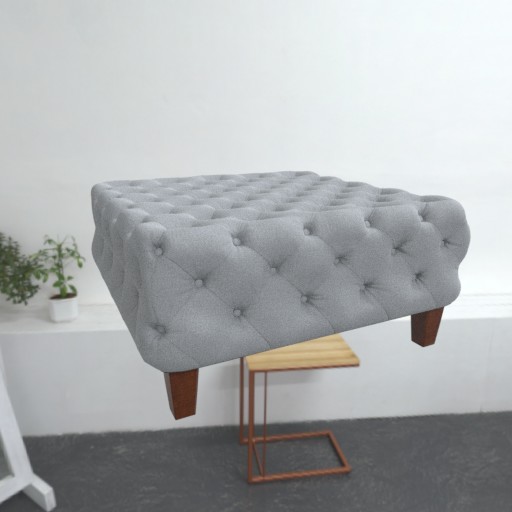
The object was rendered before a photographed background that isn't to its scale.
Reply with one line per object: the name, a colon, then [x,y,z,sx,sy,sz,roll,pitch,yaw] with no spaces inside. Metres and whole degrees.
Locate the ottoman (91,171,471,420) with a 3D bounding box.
ottoman: [0.000,0.000,1.174,0.758,0.365,0.764,-8,19,-25]
